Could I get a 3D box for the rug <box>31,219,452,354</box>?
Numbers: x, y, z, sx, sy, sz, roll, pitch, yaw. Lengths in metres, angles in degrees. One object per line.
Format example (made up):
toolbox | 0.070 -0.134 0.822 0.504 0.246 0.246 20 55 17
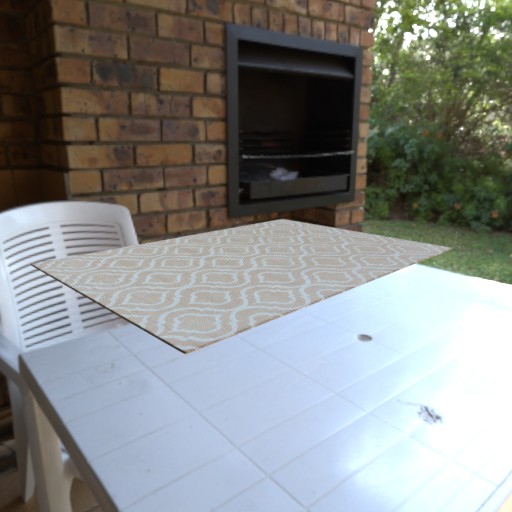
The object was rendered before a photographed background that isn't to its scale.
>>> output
rug | 0.000 0.000 2.733 2.134 0.010 1.524 -14 20 -42
